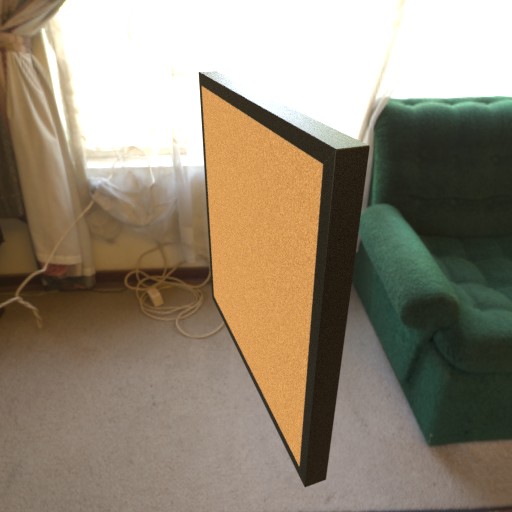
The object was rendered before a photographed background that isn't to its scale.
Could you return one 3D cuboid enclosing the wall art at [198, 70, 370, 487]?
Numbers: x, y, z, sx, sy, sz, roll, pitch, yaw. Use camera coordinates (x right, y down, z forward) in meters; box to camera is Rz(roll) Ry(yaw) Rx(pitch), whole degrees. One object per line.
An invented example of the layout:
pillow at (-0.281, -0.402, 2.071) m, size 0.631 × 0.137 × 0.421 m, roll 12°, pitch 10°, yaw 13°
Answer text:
wall art at (0.000, 0.000, 0.736) m, size 0.036 × 0.508 × 0.508 m, roll -11°, pitch 32°, yaw -18°
